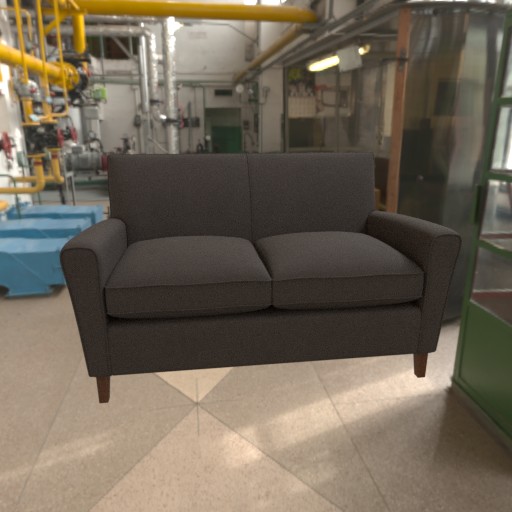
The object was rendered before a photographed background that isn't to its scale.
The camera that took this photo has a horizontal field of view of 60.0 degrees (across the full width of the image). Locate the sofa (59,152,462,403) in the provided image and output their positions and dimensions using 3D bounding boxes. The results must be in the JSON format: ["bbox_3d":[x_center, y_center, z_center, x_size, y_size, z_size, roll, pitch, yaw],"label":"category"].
[{"bbox_3d":[0.000,0.000,1.986,1.420,0.846,0.871,-2,17,-7],"label":"sofa"}]
